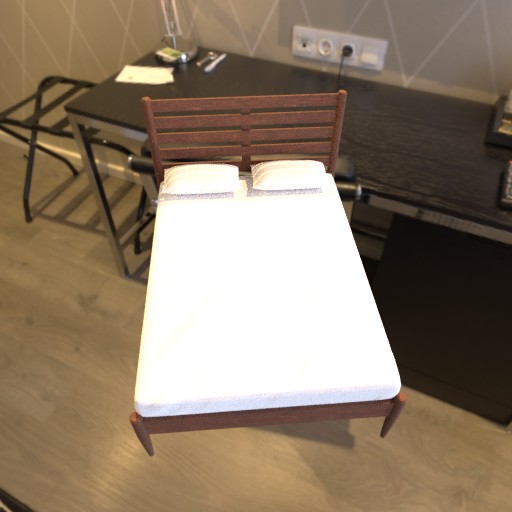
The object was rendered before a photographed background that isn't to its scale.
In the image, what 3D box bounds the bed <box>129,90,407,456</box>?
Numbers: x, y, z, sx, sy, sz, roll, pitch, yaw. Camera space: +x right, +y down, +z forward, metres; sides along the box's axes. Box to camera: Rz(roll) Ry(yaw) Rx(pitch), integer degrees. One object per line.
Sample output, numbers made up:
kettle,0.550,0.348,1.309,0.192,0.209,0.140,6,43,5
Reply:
bed,0.000,0.000,3.000,1.509,1.304,2.093,-3,46,-3
